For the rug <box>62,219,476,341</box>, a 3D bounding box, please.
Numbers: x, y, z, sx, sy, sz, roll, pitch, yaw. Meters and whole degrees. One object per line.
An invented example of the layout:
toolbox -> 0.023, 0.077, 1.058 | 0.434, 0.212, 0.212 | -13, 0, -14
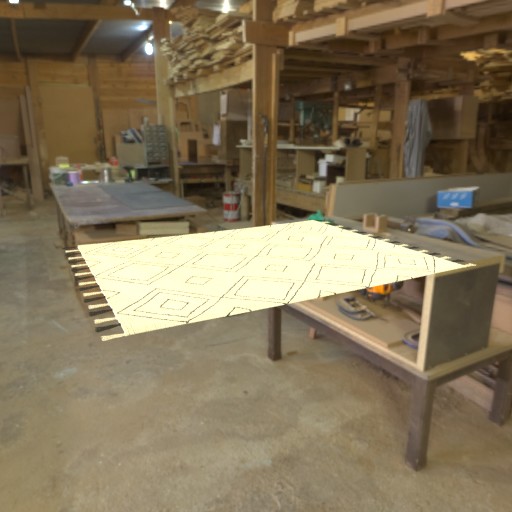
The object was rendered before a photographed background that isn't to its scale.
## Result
rug -> 0.000, 0.000, 4.220 | 3.221, 0.026, 2.342 | -8, 18, -26
